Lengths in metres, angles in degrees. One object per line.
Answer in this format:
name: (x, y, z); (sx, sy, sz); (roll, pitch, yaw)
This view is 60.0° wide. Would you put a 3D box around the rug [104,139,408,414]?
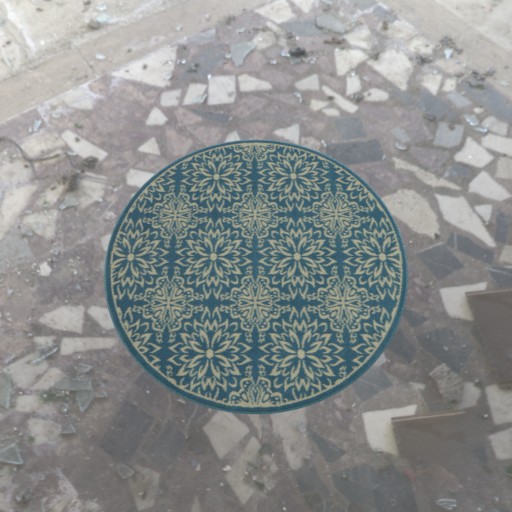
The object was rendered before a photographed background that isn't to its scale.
rug: (0.000, 0.000, 2.349); (1.593, 0.012, 1.593); (0, 63, 0)
